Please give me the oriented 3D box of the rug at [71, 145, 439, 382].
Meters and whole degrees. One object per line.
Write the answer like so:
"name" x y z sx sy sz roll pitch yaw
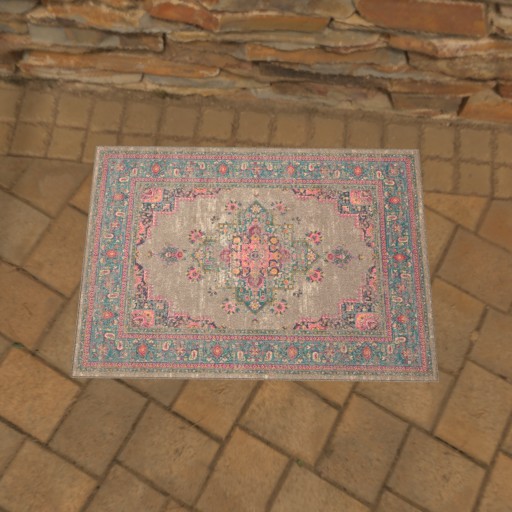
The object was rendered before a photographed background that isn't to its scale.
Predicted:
"rug" 0.000 0.000 3.720 2.890 0.013 2.005 1 76 0
